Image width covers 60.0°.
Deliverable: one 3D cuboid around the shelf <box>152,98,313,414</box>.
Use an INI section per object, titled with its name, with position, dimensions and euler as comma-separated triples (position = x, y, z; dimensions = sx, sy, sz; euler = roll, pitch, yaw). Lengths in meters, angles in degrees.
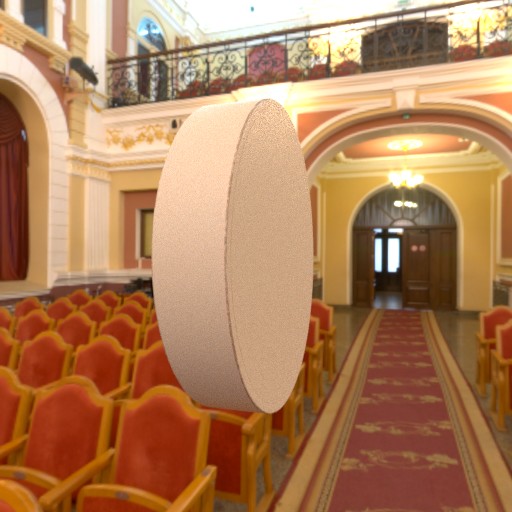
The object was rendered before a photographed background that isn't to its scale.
[shelf]
position = 0.000, 0.000, 1.218
dimensions = 0.158, 0.807, 0.806
euler = 0, 0, 19
